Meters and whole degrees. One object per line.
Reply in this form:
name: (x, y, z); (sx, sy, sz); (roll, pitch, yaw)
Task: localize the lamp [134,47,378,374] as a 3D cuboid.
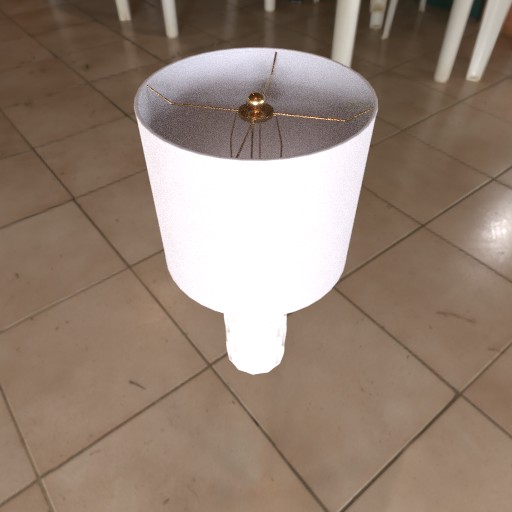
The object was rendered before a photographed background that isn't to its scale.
lamp: (0.000, 0.000, 0.702); (0.277, 0.537, 0.277); (-31, 53, -26)
